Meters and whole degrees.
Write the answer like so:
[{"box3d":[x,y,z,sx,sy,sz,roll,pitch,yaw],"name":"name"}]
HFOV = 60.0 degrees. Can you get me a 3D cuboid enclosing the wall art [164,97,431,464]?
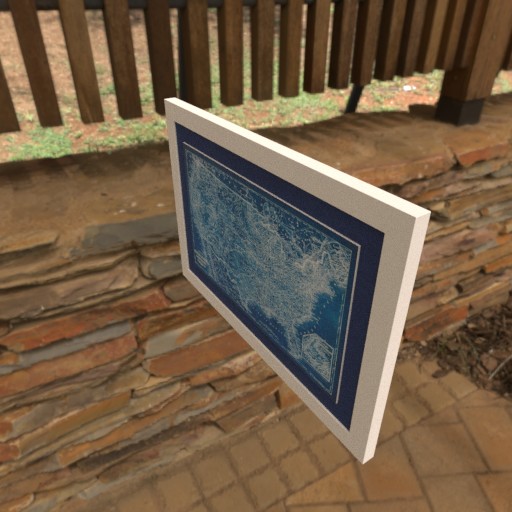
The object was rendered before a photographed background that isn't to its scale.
[{"box3d":[0.000,0.000,1.669,0.051,0.902,1.308,-20,37,-28],"name":"wall art"}]
